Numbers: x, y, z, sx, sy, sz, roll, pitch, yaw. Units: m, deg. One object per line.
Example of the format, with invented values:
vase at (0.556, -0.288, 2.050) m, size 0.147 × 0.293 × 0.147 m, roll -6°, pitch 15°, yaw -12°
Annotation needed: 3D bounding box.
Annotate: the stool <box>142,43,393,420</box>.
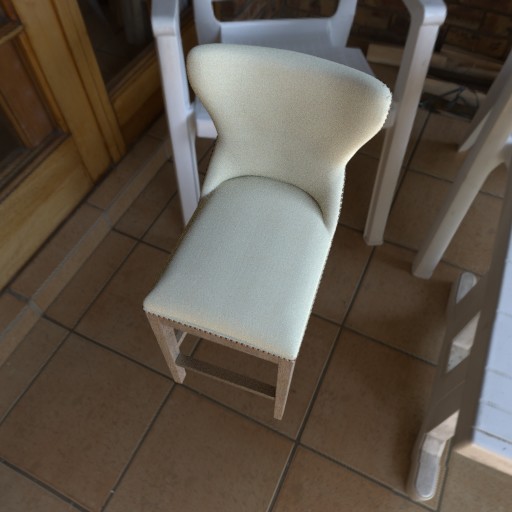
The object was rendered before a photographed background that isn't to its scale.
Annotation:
stool at (0.000, 0.000, 1.302) m, size 0.498 × 0.981 × 0.608 m, roll 17°, pitch 58°, yaw 11°
